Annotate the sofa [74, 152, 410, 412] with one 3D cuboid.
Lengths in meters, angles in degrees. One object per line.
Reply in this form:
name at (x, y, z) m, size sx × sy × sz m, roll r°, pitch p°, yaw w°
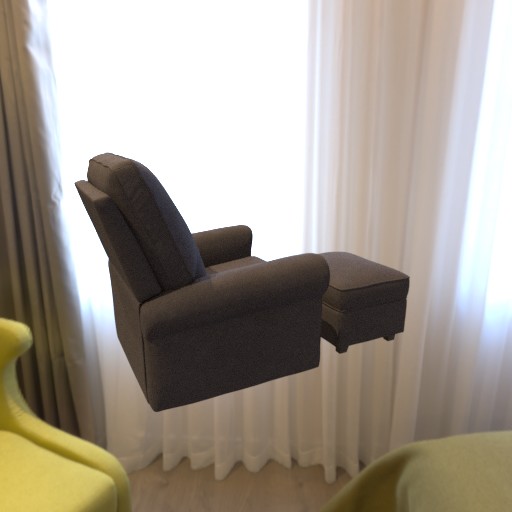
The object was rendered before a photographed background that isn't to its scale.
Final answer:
sofa at (0.000, 0.000, 2.090) m, size 1.478 × 0.959 × 0.880 m, roll -7°, pitch 17°, yaw -26°
